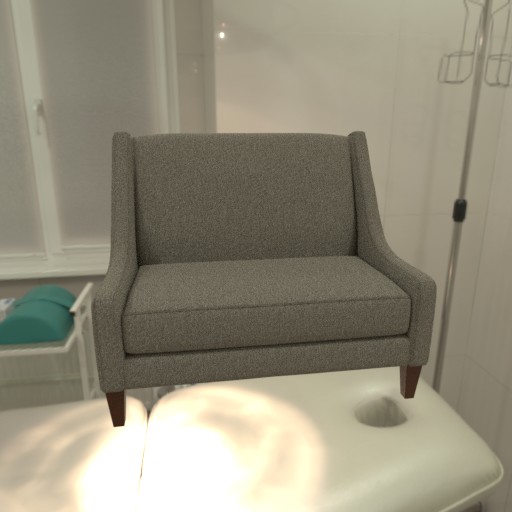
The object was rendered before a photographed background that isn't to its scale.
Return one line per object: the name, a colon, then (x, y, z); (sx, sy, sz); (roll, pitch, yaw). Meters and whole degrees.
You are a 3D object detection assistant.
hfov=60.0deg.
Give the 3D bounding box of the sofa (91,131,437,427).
sofa: (0.000, 0.000, 1.915); (1.242, 1.026, 0.862); (-3, 17, -8)
